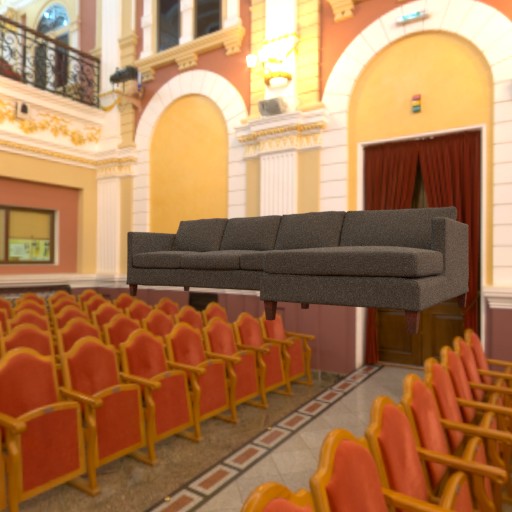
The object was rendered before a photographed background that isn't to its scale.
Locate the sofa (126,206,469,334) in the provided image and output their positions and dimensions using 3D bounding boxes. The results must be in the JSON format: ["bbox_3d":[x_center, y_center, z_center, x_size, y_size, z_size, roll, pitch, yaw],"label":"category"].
[{"bbox_3d":[0.000,0.000,3.896,3.186,0.846,1.625,0,0,34],"label":"sofa"}]
